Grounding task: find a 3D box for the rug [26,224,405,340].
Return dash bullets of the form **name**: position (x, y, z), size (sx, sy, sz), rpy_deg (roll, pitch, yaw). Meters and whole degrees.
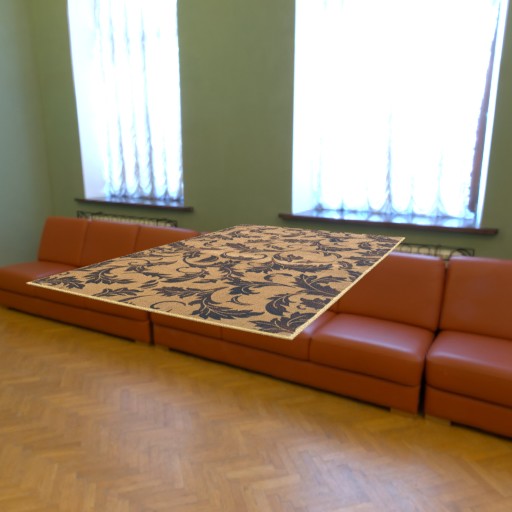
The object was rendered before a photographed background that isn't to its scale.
- **rug**: position (0.000, 0.000, 2.935), size (1.522, 0.008, 2.284), rpy_deg (7, 15, 27)
